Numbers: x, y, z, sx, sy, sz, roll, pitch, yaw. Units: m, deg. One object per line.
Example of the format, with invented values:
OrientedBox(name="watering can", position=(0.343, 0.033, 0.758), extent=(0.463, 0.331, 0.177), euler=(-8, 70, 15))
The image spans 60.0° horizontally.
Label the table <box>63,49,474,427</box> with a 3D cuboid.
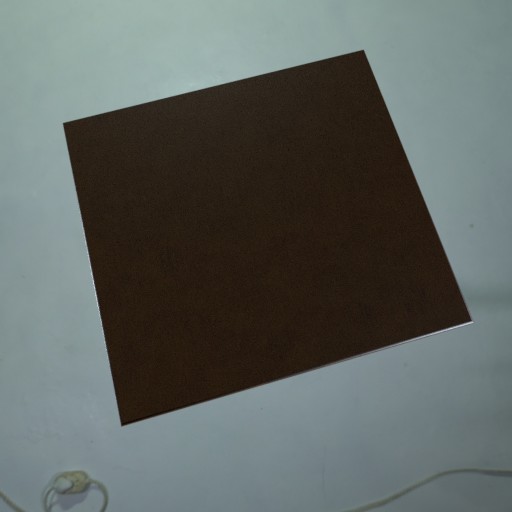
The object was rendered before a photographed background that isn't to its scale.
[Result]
OrientedBox(name="table", position=(0.000, 0.000, 1.056), extent=(0.602, 0.562, 0.560), euler=(-15, 76, -4))
